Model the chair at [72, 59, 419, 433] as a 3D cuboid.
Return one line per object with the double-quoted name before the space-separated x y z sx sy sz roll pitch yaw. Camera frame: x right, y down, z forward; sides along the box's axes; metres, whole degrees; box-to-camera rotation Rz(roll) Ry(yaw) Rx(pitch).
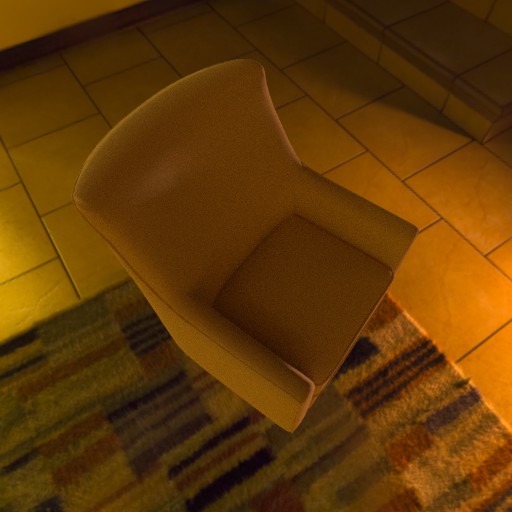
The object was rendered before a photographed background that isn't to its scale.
"chair" 0.000 0.000 1.567 0.879 0.916 0.756 32 64 18
